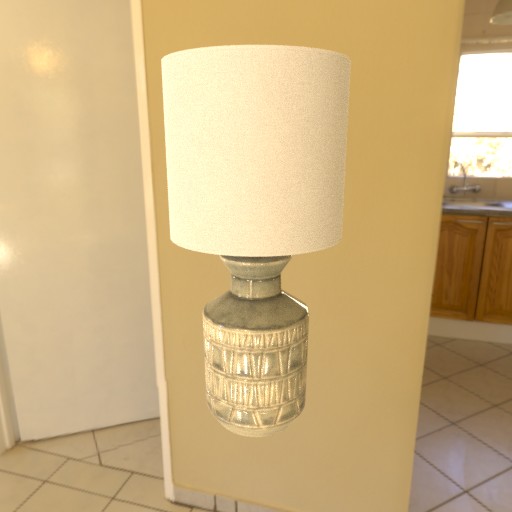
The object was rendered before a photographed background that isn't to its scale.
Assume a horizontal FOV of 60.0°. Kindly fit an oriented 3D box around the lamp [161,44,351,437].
[{"bbox_3d":[0.000,0.000,0.563,0.211,0.455,0.211,2,15,7],"label":"lamp"}]
